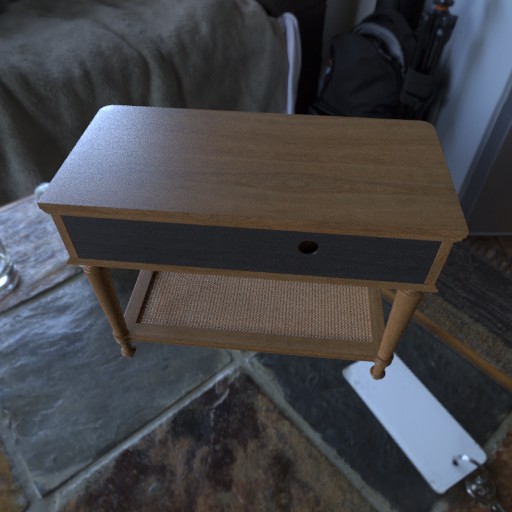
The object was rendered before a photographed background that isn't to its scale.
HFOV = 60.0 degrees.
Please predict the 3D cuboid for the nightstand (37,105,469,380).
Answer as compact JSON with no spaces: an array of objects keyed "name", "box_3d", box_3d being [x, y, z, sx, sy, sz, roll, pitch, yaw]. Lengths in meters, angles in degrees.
[{"name":"nightstand","box_3d":[0.000,0.000,1.333,0.914,0.700,0.432,4,47,4]}]
